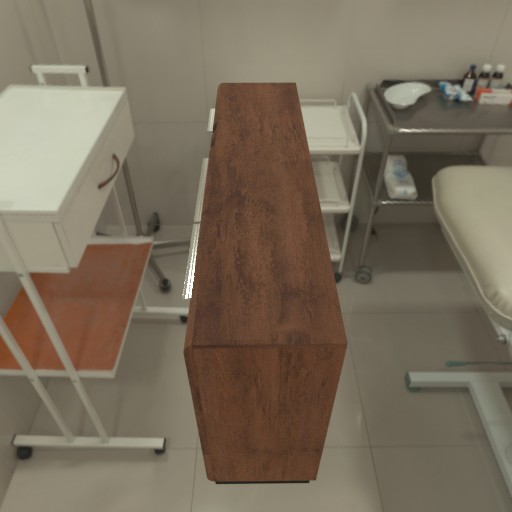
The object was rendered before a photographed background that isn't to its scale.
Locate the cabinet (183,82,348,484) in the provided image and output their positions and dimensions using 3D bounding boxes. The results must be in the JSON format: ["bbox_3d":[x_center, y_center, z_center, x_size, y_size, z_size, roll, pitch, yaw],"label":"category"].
[{"bbox_3d":[0.000,0.000,1.949,0.420,0.900,1.600,0,43,0],"label":"cabinet"}]
